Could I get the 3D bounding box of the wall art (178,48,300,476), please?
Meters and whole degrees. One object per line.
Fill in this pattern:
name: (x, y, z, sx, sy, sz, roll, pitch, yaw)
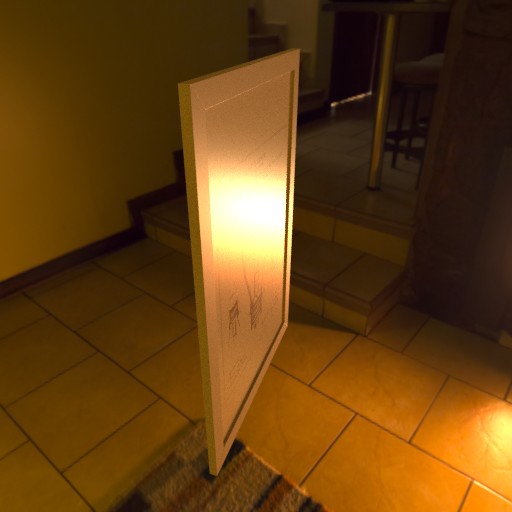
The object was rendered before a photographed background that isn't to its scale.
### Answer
wall art: (0.000, 0.000, 0.586, 0.010, 0.474, 0.325, 10, 31, 17)
